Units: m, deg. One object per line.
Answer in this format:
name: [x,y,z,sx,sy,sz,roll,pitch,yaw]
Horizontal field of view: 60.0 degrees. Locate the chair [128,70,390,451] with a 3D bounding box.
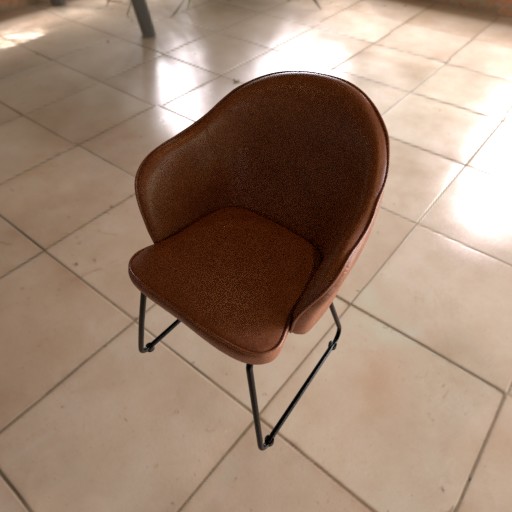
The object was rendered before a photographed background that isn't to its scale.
chair: [0.000,0.000,1.188,0.582,0.785,0.580,29,53,25]
